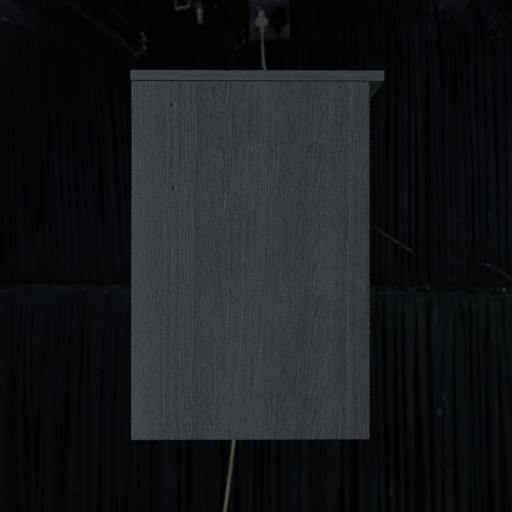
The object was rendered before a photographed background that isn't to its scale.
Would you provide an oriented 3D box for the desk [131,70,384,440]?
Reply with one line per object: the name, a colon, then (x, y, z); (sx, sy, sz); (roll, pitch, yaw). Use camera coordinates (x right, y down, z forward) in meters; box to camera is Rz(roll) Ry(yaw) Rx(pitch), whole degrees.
desk: (0.000, 0.000, 1.315); (0.498, 0.724, 0.893); (0, 0, 0)
